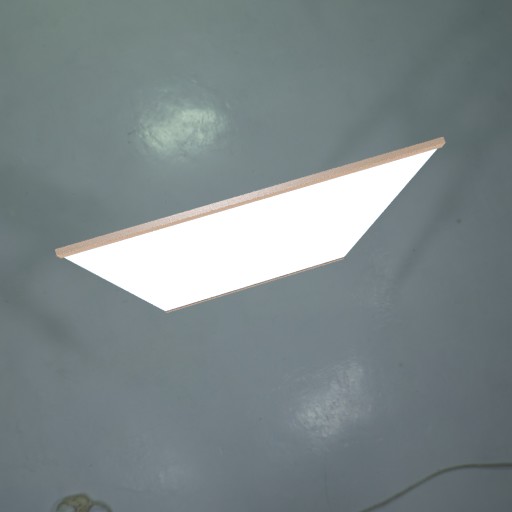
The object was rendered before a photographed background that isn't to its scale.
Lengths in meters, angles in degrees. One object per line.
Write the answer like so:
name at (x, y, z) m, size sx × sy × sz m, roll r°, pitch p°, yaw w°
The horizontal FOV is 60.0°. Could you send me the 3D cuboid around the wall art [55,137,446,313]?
wall art at (0.000, 0.000, 1.323) m, size 0.758 × 1.016 × 0.013 m, roll -17°, pitch 77°, yaw -4°
